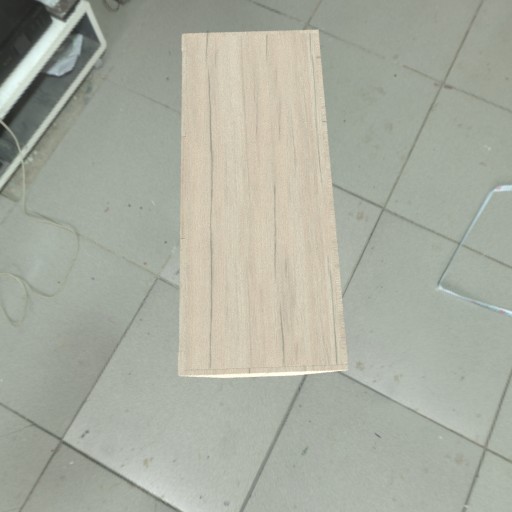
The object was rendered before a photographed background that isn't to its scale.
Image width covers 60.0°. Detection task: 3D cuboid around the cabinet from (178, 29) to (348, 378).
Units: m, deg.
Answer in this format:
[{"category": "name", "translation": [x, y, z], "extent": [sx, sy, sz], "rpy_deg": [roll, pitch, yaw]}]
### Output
[{"category": "cabinet", "translation": [0.000, 0.000, 2.686], "extent": [0.580, 2.070, 1.400], "rpy_deg": [-2, 74, -1]}]
